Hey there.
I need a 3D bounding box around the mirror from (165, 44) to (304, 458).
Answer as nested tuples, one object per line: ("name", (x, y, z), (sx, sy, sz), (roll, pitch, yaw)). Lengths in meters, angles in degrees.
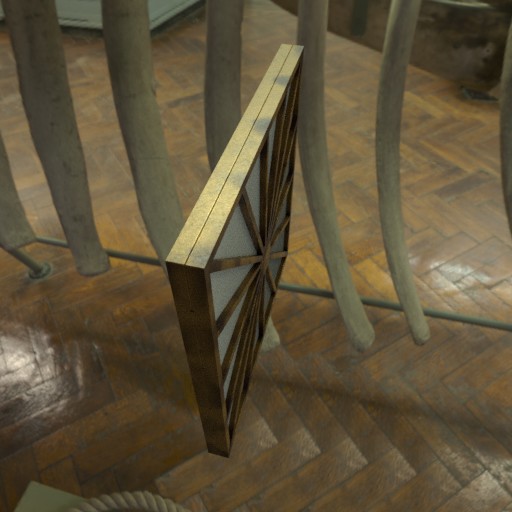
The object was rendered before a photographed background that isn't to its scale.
("mirror", (0.000, 0.000, 0.761), (0.042, 0.507, 0.509), (11, 48, 10))
